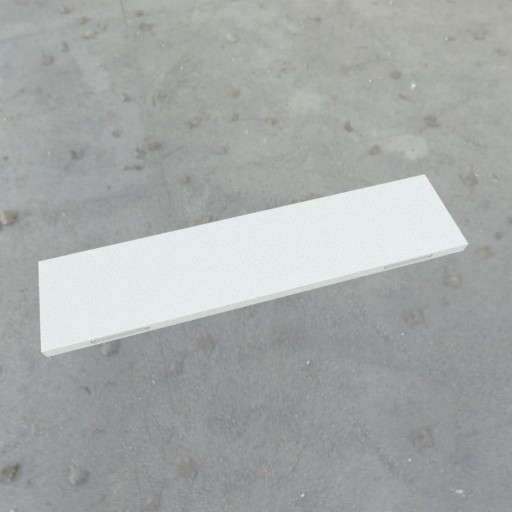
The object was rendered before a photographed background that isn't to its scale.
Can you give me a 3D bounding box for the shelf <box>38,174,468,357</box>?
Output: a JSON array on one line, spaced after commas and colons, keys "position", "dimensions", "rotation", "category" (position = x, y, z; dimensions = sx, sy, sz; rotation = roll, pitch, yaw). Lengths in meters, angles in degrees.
[{"position": [0.000, 0.000, 0.652], "dimensions": [0.610, 0.020, 0.140], "rotation": [-14, 60, -8], "category": "shelf"}]
